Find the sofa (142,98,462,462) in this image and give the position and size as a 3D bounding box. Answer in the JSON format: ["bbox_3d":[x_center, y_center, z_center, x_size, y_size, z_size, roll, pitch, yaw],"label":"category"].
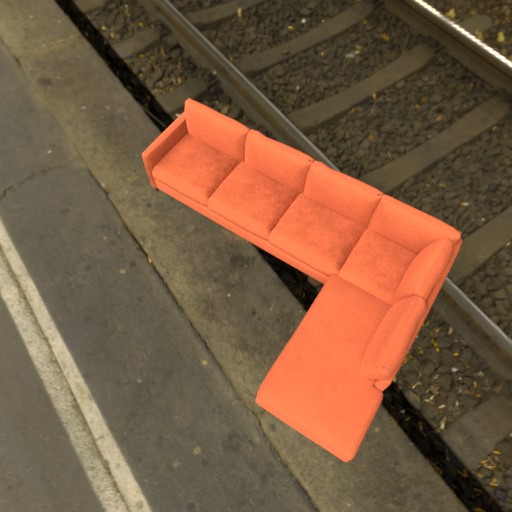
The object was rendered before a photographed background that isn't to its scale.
[{"bbox_3d":[0.000,0.000,3.616,2.736,0.757,1.879,30,66,15],"label":"sofa"}]
